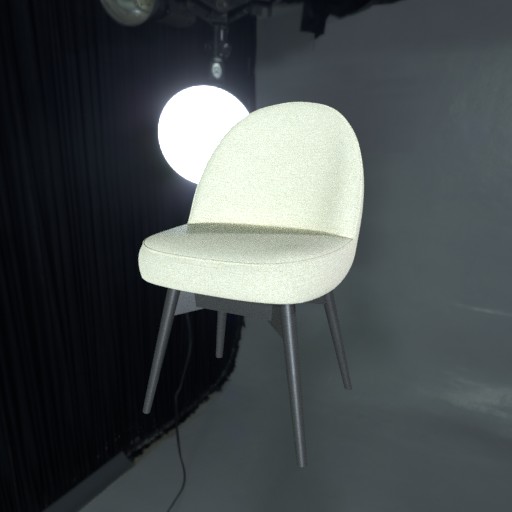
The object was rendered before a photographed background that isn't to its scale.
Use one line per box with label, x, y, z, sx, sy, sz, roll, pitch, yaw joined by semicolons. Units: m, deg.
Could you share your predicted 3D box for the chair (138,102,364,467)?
chair;0.000;0.000;1.203;0.532;0.838;0.540;7;15;27
